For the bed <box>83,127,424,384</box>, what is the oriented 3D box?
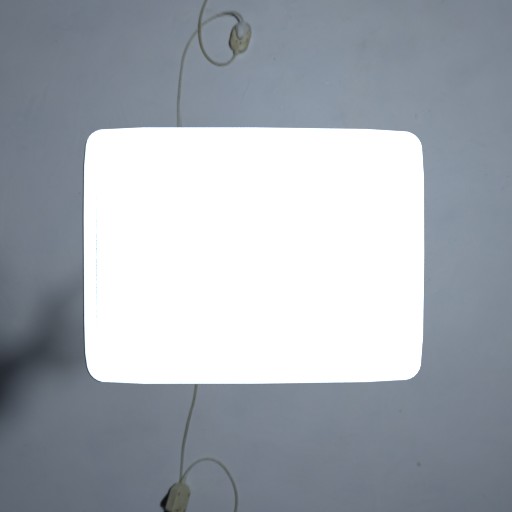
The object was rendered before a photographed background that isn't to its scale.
[{"bbox_3d":[0.000,0.000,2.722,2.036,0.460,1.520,0,91,-1],"label":"bed"}]
